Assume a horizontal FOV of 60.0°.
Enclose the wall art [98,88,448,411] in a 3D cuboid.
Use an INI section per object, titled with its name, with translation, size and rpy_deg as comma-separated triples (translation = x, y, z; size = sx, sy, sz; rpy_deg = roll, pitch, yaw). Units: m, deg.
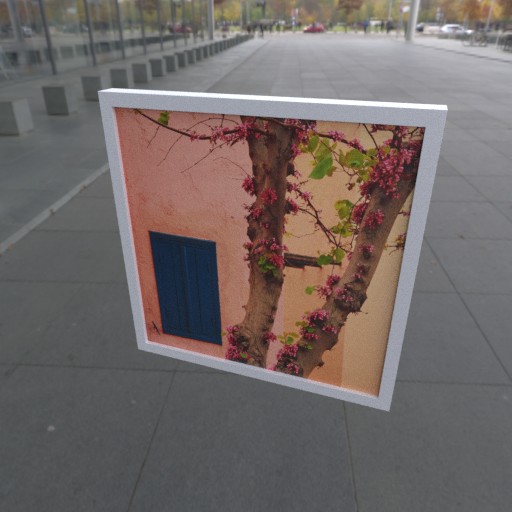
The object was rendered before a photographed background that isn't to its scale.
[wall art]
translation = 0.000, 0.000, 0.748
size = 0.507, 0.508, 0.038
rpy_deg = 9, 29, 17
